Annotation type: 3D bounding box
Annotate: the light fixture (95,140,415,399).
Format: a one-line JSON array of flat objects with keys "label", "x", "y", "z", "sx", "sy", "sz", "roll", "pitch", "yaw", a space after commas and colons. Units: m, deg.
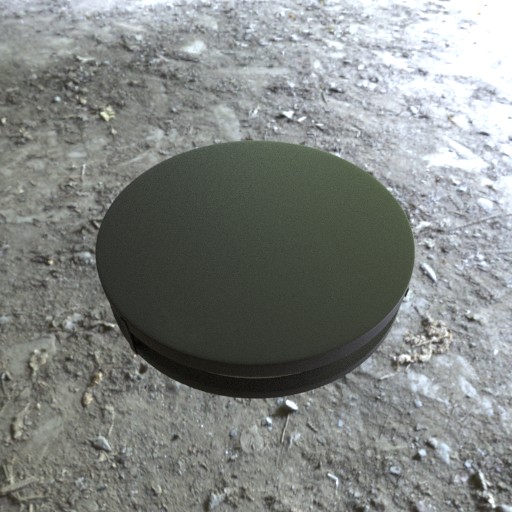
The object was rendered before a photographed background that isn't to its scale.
[{"label": "light fixture", "x": 0.000, "y": 0.000, "z": 0.541, "sx": 0.356, "sy": 0.102, "sz": 0.356, "roll": 0, "pitch": 47, "yaw": 0}]
